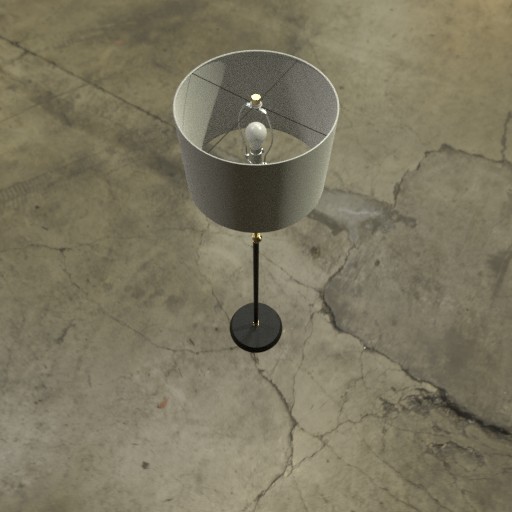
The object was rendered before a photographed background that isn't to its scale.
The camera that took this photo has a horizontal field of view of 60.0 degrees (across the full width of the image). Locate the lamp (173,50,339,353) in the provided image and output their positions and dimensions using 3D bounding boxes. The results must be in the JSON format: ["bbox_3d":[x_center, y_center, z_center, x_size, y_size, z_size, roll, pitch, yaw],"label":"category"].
[{"bbox_3d":[0.000,0.000,1.719,0.404,1.517,0.404,30,64,16],"label":"lamp"}]
